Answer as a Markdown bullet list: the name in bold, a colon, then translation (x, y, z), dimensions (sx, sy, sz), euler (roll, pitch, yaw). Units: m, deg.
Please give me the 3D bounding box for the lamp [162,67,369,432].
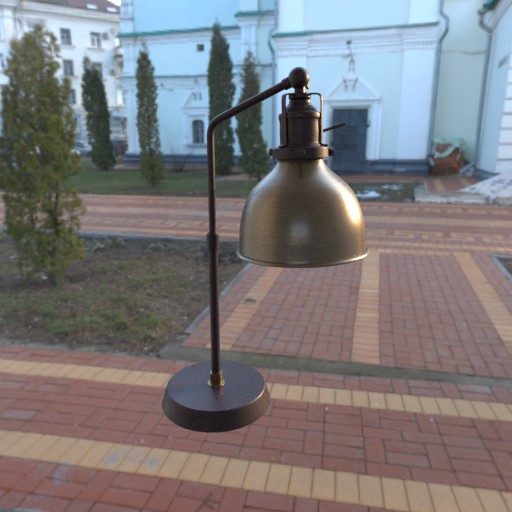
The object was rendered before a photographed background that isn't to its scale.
- **lamp**: translation (0.000, 0.000, 0.600), dimensions (0.298, 0.469, 0.175), euler (7, 16, 27)
